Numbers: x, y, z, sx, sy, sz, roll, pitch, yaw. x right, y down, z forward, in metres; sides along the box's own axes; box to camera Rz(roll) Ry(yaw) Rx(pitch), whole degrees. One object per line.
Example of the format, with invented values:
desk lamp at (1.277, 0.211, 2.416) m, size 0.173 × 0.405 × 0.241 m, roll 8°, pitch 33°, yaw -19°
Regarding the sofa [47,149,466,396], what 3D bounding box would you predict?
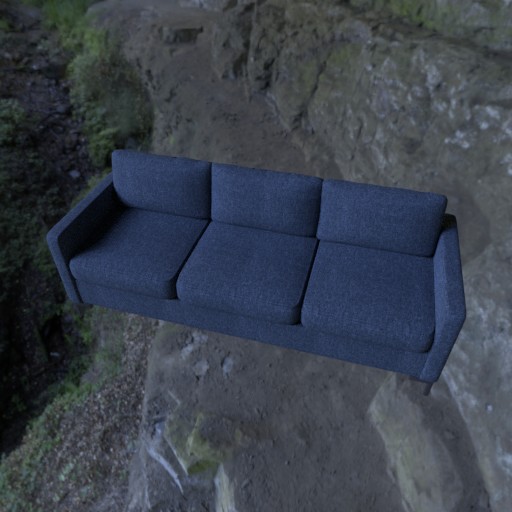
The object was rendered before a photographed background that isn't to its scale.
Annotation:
sofa at (0.000, 0.000, 2.667) m, size 2.218 × 0.874 × 0.859 m, roll 10°, pitch 42°, yaw 12°
